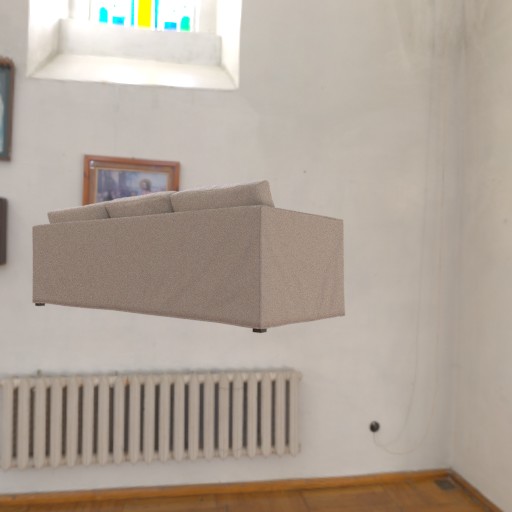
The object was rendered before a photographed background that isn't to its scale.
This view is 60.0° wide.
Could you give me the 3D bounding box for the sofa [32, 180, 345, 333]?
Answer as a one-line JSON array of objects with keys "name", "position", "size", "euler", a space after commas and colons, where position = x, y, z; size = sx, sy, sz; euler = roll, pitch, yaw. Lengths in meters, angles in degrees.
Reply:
[{"name": "sofa", "position": [0.000, 0.000, 4.325], "size": [2.432, 0.871, 3.182], "euler": [0, -1, 36]}]
